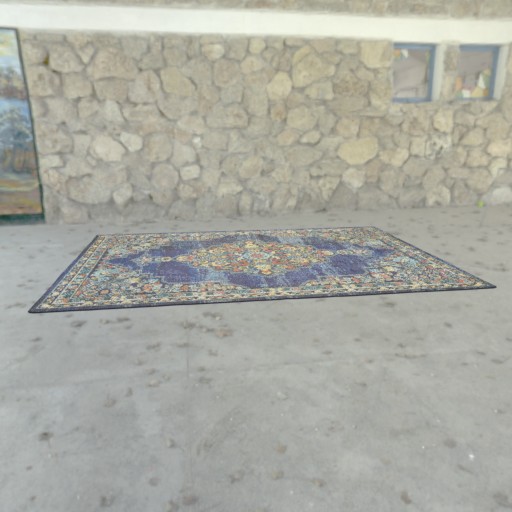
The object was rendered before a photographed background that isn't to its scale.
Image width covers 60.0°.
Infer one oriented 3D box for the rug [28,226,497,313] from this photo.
[{"bbox_3d":[0.000,0.000,3.692,2.940,0.011,2.053,-2,15,-8],"label":"rug"}]
